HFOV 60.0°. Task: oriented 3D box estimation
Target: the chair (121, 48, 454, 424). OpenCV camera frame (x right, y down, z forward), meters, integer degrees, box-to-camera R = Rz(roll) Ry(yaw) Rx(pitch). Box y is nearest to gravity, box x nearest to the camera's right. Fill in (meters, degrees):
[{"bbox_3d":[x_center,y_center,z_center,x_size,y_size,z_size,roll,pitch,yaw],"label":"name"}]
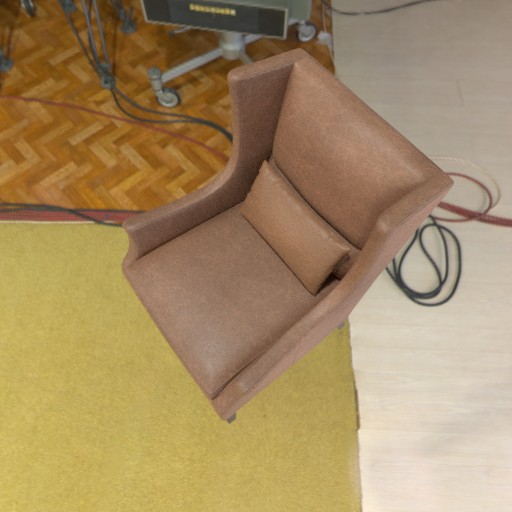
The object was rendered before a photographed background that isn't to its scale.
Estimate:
[{"bbox_3d":[0.000,0.000,1.722,0.913,1.088,0.815,-34,69,-15],"label":"chair"}]
